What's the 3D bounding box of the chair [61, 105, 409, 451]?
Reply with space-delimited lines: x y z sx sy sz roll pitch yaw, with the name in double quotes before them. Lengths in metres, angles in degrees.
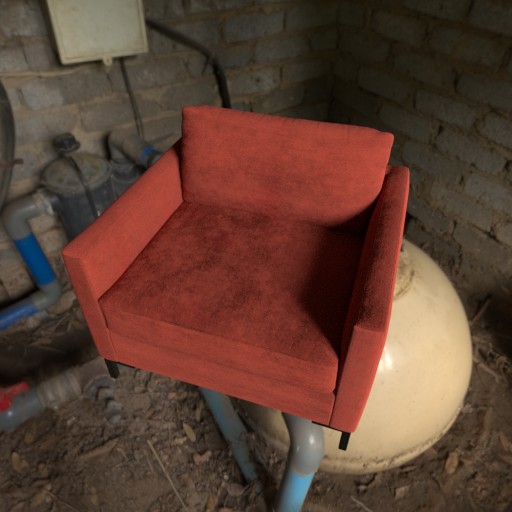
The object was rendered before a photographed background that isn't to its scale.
"chair" 0.000 0.000 1.605 0.964 0.812 0.875 12 42 14
